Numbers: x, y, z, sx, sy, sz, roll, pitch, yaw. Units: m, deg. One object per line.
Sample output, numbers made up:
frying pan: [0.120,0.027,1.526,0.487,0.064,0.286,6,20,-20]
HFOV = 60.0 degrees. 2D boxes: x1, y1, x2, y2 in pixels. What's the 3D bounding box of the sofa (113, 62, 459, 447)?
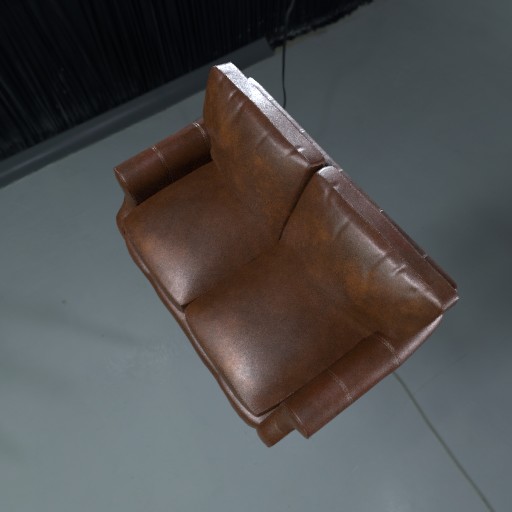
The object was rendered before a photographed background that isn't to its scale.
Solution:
sofa: [0.000,0.000,2.187,0.990,0.976,1.616,-34,69,-15]
